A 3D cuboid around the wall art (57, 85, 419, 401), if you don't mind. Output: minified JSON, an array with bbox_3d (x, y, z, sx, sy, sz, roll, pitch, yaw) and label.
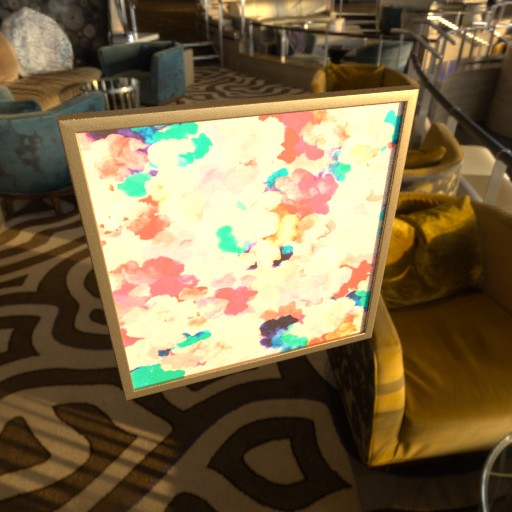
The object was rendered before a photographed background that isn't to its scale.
[{"bbox_3d":[0.000,0.000,1.121,0.767,0.765,0.036,-10,35,-16],"label":"wall art"}]
